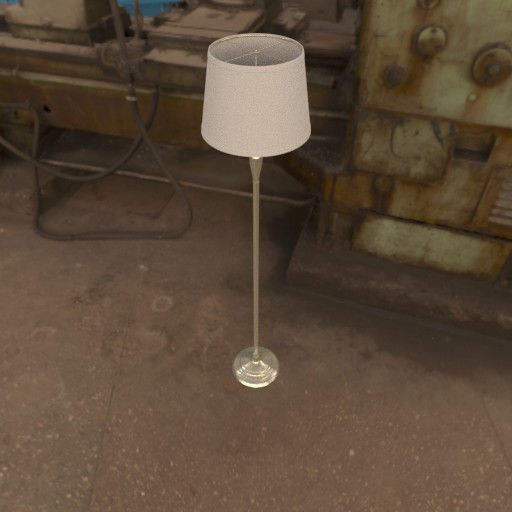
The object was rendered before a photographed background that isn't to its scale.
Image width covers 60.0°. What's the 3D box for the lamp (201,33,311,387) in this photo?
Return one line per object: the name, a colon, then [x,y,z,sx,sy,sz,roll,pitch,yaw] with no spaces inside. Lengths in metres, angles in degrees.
lamp: [0.000,0.000,1.688,0.327,1.506,0.327,0,43,0]
